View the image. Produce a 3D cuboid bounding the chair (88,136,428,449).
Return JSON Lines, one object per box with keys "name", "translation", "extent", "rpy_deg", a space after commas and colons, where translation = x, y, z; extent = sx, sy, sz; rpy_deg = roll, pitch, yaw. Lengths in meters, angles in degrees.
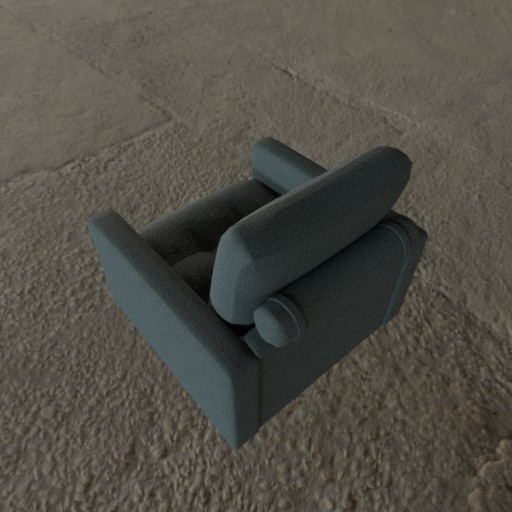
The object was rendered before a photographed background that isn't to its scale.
{"name": "chair", "translation": [0.000, 0.000, 1.528], "extent": [0.821, 0.880, 0.843], "rpy_deg": [-31, 53, -27]}
